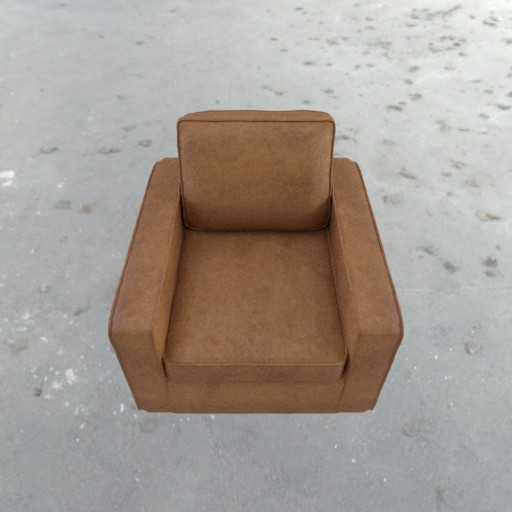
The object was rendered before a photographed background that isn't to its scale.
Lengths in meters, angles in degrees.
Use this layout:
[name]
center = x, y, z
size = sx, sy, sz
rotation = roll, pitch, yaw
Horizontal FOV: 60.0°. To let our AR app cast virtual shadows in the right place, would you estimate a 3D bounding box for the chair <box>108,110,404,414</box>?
[chair]
center = 0.000, 0.000, 1.816
size = 0.987, 0.901, 1.027
rotation = -2, 45, -2
